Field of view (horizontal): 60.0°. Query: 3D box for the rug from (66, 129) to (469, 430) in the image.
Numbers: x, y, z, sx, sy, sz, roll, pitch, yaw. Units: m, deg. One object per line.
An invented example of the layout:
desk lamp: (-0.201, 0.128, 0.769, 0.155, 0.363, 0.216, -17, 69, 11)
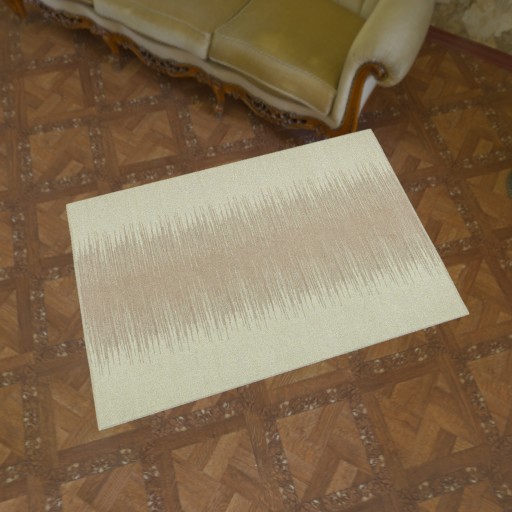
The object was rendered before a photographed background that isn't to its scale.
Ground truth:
rug: (0.000, 0.000, 2.340, 1.850, 0.006, 1.234, -16, 66, -7)
